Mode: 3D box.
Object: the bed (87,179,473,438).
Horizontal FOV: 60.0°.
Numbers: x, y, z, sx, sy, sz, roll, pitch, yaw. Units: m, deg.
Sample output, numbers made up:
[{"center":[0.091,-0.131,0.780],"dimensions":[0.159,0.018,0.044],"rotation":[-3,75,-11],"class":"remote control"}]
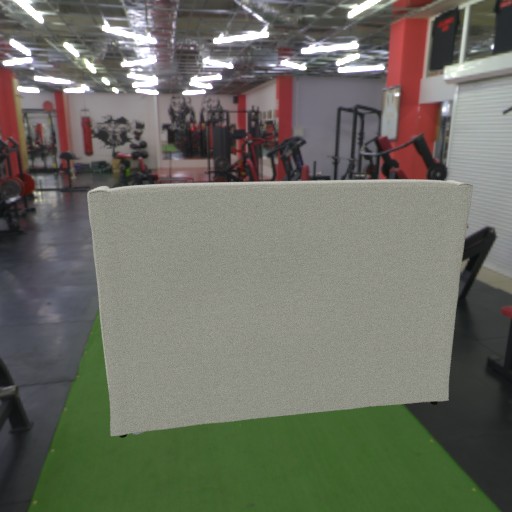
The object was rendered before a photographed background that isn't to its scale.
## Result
[{"center":[0.000,0.000,3.357],"dimensions":[1.925,1.332,2.276],"rotation":[-3,15,-9],"class":"bed"}]
